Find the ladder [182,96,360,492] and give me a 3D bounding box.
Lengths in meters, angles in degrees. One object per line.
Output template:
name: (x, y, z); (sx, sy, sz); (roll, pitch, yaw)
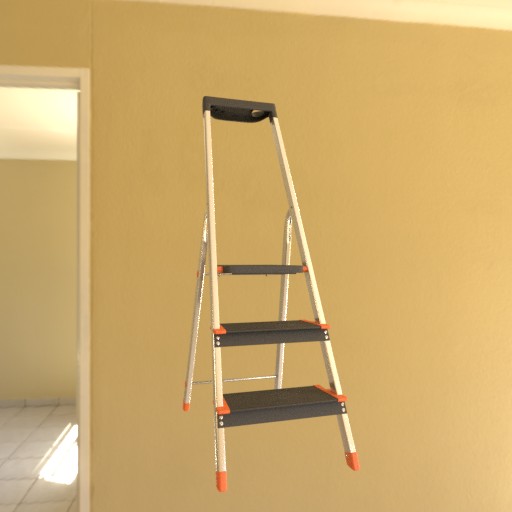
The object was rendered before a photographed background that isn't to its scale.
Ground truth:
ladder: (0.000, 0.000, 1.538); (0.416, 1.229, 0.686); (0, -1, -17)
